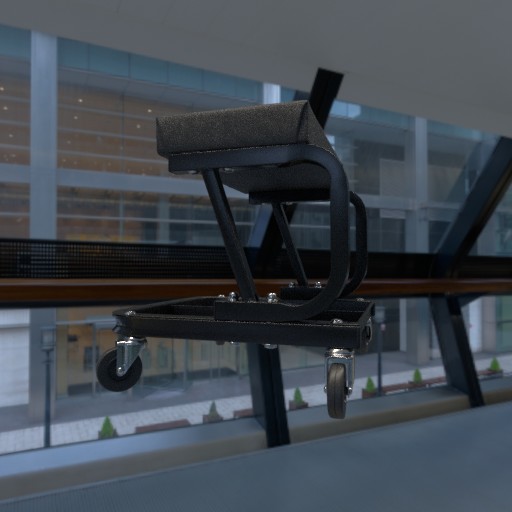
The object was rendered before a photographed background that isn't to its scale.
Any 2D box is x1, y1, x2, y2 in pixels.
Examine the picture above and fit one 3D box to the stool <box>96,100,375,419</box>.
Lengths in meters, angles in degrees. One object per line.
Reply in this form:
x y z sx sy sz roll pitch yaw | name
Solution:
0.000 0.000 0.747 0.371 0.380 0.446 0 -1 18 | stool
